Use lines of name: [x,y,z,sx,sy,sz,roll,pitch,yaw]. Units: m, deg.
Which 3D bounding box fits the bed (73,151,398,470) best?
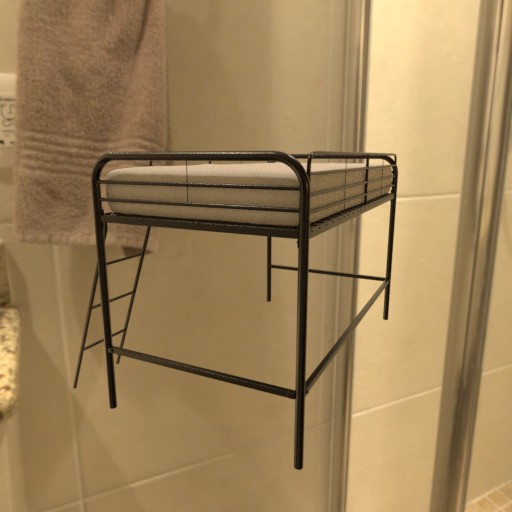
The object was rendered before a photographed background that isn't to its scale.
bed: [0.000,0.000,2.848,1.393,1.289,1.968,6,14,26]
